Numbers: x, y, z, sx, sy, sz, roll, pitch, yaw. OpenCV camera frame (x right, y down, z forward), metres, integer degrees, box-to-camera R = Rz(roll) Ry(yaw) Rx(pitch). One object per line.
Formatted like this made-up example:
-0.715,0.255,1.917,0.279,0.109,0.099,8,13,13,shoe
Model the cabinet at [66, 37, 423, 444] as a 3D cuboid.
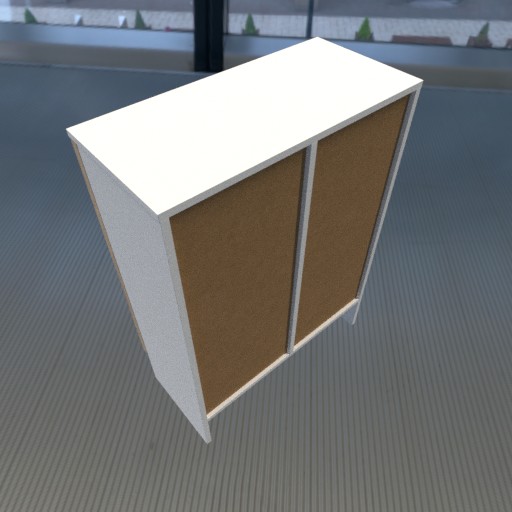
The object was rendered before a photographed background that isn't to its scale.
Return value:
0.000,0.000,1.097,0.600,0.815,0.296,-32,55,-27,cabinet
